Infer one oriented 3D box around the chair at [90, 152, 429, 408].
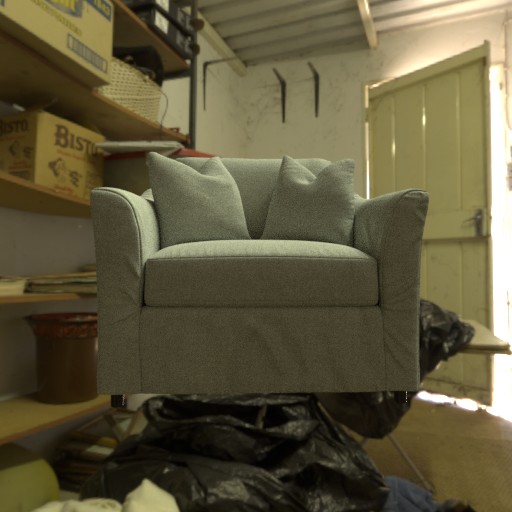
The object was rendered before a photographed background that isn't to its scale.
[{"bbox_3d":[0.000,0.000,2.045,1.194,1.059,1.071,0,-2,-2],"label":"chair"}]
